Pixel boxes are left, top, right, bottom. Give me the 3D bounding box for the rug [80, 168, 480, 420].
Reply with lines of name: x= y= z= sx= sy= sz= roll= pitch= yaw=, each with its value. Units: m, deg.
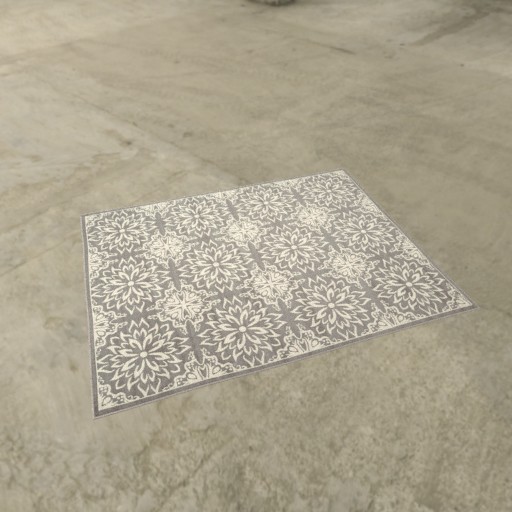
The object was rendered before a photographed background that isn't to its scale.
rug: x=0.000 y=0.000 z=4.019 sx=2.980 sy=0.012 sz=2.363 roll=-12 pitch=42 yaw=-14
